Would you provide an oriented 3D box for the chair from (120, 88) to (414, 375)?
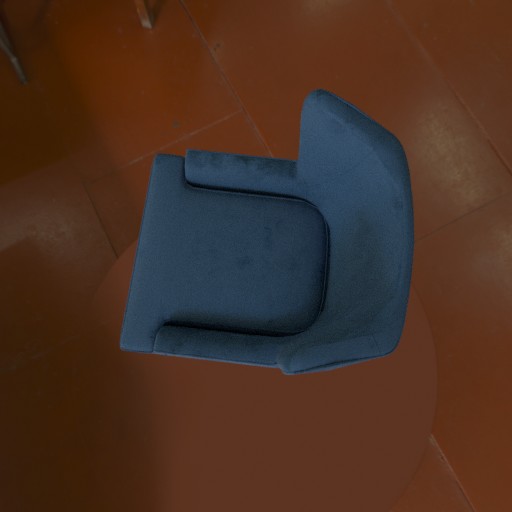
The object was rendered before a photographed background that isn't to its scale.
[{"bbox_3d":[0.000,0.000,1.619,0.910,0.952,0.793,6,76,2],"label":"chair"}]
